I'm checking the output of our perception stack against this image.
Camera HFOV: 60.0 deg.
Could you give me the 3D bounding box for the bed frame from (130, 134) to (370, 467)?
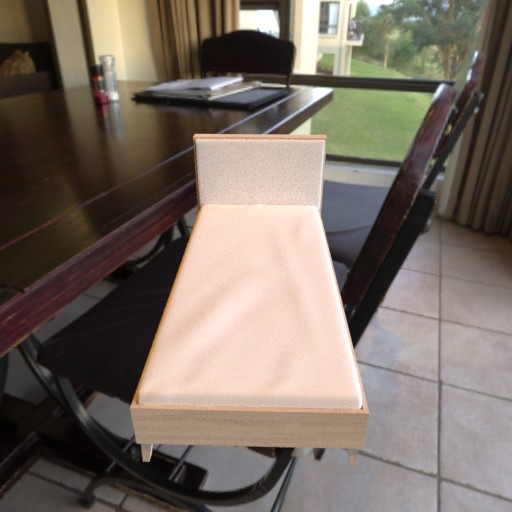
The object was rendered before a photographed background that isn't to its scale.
[{"bbox_3d":[0.000,0.000,2.645,0.990,0.920,2.140,1,29,1],"label":"bed frame"}]
